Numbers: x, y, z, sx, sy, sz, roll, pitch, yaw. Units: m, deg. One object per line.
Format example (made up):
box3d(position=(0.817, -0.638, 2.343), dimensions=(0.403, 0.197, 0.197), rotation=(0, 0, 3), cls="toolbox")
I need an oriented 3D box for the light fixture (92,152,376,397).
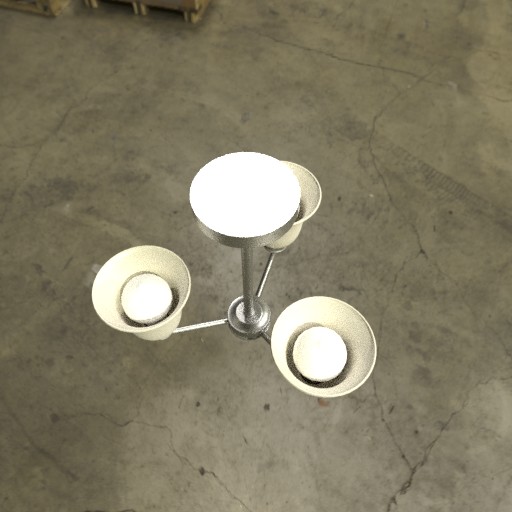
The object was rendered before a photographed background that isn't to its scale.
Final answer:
box3d(position=(0.000, 0.000, 0.657), dimensions=(0.388, 0.370, 0.354), rotation=(16, 59, 10), cls="light fixture")
